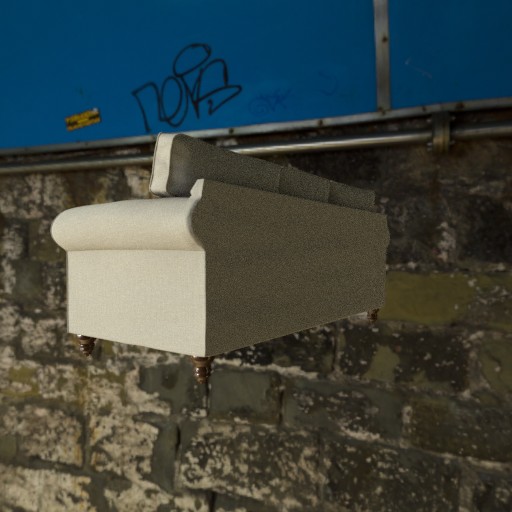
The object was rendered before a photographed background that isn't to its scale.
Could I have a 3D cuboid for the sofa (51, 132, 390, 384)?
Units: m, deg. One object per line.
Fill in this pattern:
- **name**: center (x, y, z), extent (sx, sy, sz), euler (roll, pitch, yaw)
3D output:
- **sofa**: center (0.000, 0.000, 2.635), extent (0.916, 0.961, 2.084), euler (0, 1, 36)
